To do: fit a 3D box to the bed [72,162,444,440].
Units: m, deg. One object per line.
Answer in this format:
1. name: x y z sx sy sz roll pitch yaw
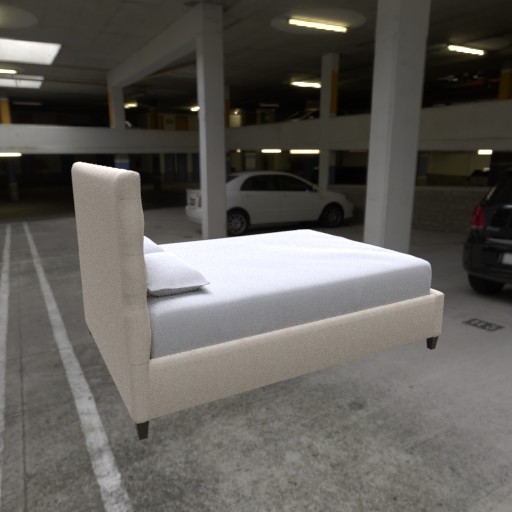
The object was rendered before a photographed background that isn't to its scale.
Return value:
1. bed: 0.000 0.000 3.460 2.387 1.427 1.698 -7 15 -28
